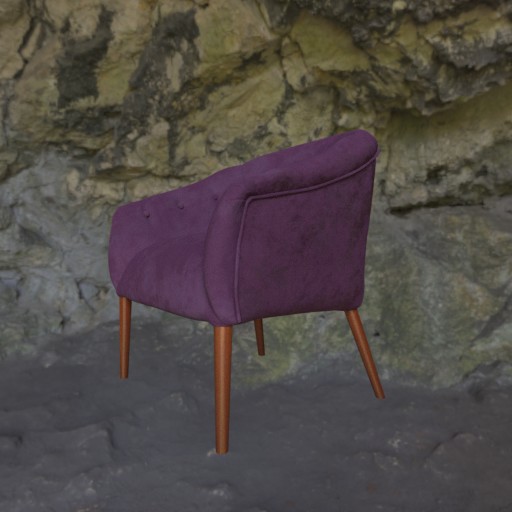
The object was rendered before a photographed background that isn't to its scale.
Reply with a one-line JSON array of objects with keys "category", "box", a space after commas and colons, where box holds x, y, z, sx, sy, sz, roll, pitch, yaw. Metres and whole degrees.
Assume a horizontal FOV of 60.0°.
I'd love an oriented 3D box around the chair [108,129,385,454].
[{"category": "chair", "box": [0.000, 0.000, 1.500, 0.776, 0.885, 0.851, -1, 2, -35]}]
